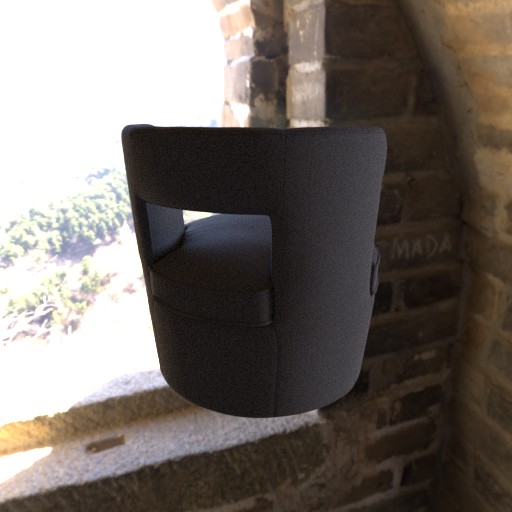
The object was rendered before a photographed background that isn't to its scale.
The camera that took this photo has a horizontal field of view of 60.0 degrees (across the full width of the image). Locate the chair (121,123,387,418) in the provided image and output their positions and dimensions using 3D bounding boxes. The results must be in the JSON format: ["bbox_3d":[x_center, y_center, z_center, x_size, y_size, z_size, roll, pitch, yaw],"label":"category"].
[{"bbox_3d":[0.000,0.000,1.261,0.689,0.719,0.660,9,20,26],"label":"chair"}]
